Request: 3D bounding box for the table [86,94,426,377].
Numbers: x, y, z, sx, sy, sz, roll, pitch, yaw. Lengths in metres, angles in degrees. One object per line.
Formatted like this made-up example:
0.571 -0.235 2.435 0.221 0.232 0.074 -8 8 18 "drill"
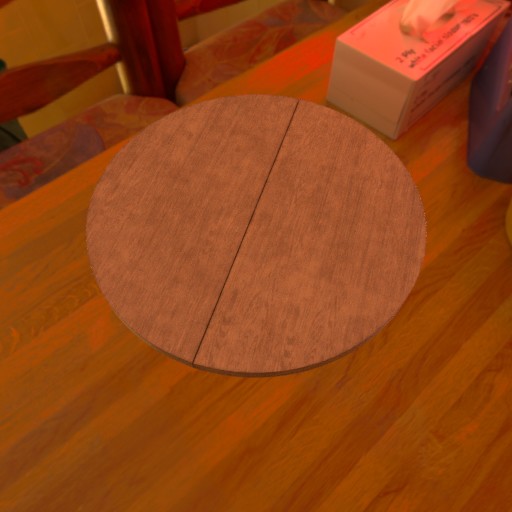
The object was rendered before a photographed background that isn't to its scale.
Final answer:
0.000 0.000 2.137 1.363 0.781 1.363 0 59 0 "table"
